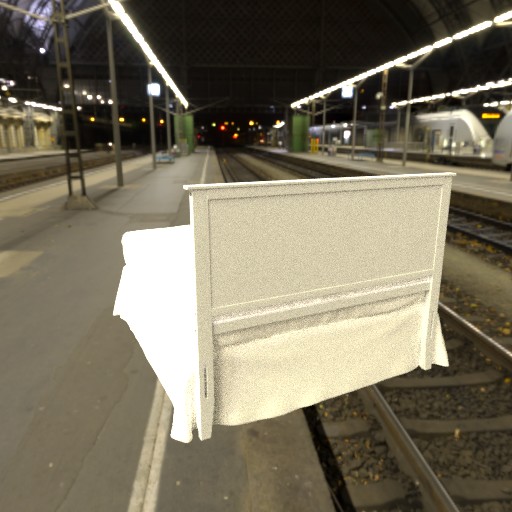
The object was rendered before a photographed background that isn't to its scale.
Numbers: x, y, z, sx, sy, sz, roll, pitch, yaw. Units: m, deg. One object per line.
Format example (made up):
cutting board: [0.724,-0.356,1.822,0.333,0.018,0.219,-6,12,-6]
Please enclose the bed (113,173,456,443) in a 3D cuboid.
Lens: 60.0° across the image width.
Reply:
bed: [0.000,0.000,3.249,1.876,1.269,2.047,-7,17,-26]
